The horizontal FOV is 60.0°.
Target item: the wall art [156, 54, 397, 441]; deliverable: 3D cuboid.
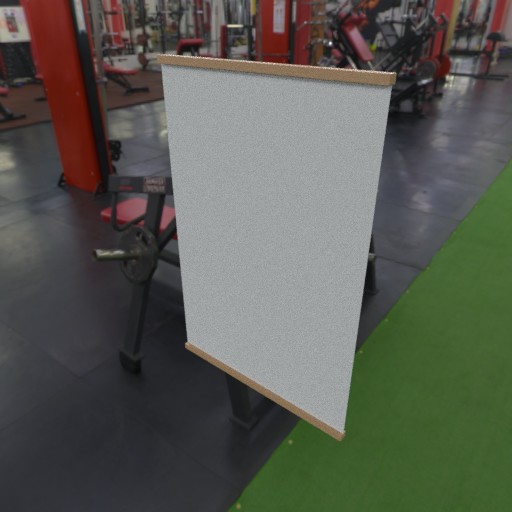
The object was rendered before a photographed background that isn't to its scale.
[{"bbox_3d":[0.000,0.000,0.635,0.335,0.510,0.013,21,35,33],"label":"wall art"}]
